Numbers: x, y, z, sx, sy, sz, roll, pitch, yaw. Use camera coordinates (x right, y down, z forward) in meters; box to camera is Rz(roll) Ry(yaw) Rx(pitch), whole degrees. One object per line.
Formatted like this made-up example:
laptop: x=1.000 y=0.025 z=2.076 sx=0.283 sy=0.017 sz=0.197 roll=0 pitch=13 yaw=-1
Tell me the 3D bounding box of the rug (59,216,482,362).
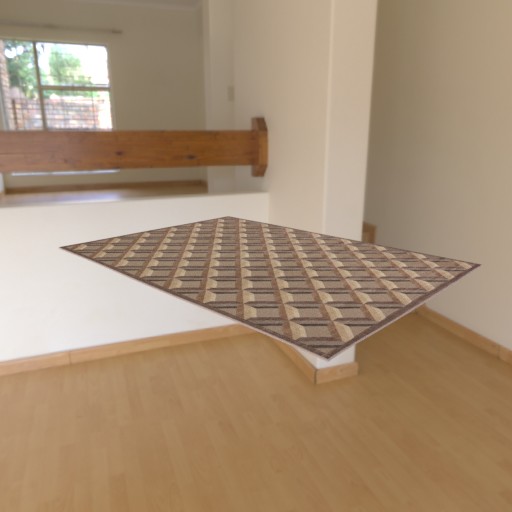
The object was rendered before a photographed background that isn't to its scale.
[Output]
rug: x=0.000 y=0.000 z=2.868 sx=2.260 sy=0.013 sz=1.600 roll=15 pitch=22 yaw=42
